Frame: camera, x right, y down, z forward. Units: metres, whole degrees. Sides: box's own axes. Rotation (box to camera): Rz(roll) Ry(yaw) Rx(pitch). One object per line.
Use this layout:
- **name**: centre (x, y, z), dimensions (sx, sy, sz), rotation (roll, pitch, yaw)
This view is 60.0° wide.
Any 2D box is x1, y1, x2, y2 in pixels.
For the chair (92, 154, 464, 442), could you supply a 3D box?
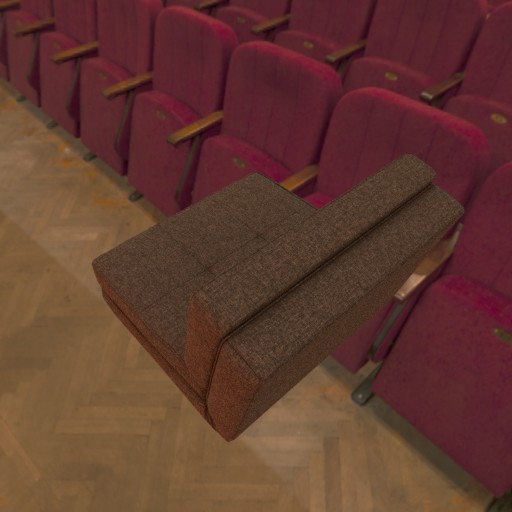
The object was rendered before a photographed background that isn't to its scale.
- **chair**: centre (0.000, 0.000, 1.320), dimensions (0.740, 0.615, 0.800), rotation (-33, 55, -28)
